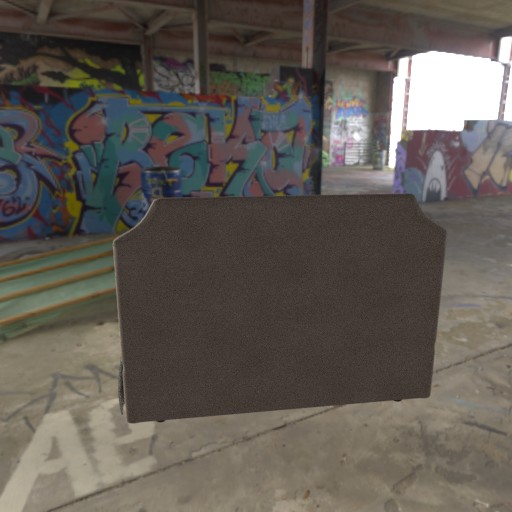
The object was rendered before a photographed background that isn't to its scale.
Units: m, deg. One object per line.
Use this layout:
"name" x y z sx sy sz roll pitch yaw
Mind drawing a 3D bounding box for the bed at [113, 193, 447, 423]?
"bed" 0.000 0.000 3.628 1.977 1.293 2.498 -2 15 -8
